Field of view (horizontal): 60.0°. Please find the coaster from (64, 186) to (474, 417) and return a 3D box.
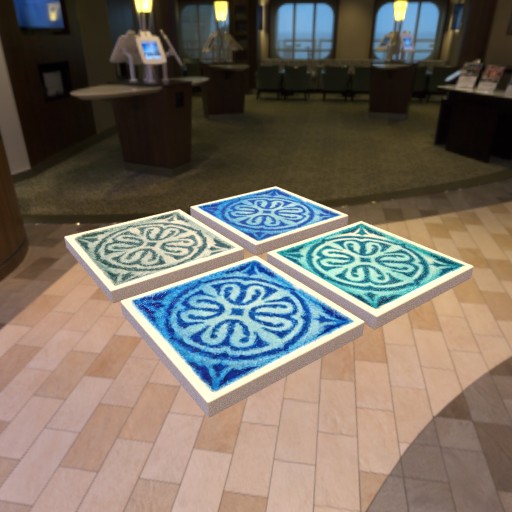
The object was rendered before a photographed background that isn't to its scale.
[{"bbox_3d":[0.000,0.000,0.330,0.214,0.010,0.219,-18,32,-32],"label":"coaster"}]
